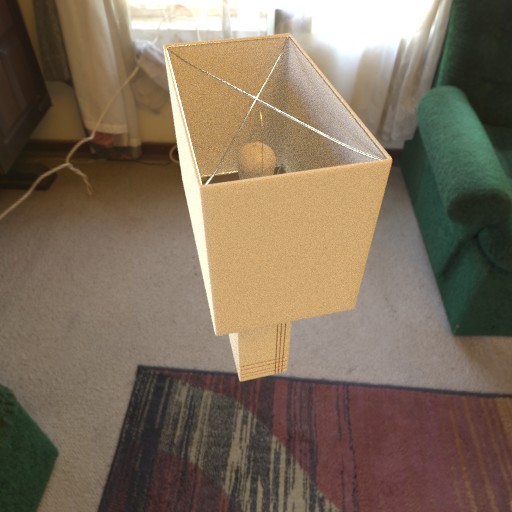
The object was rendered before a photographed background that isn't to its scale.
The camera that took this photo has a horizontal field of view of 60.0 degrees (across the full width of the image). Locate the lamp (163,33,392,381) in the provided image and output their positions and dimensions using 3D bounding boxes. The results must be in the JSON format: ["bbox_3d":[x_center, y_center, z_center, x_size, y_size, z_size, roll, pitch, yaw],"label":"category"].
[{"bbox_3d":[0.000,0.000,0.702,0.182,0.543,0.334,-10,46,-9],"label":"lamp"}]
